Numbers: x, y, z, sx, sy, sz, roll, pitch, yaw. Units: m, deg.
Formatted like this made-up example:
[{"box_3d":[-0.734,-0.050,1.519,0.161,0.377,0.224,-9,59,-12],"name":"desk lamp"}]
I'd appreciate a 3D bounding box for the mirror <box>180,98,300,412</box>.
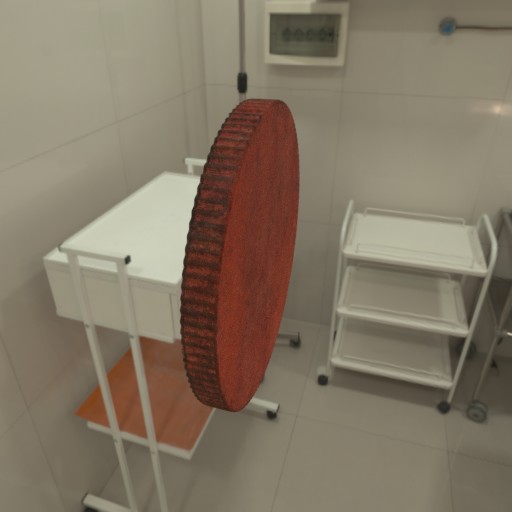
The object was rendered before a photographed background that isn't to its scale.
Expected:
[{"box_3d":[0.000,0.000,0.910,0.056,0.609,0.609,8,31,14],"name":"mirror"}]
